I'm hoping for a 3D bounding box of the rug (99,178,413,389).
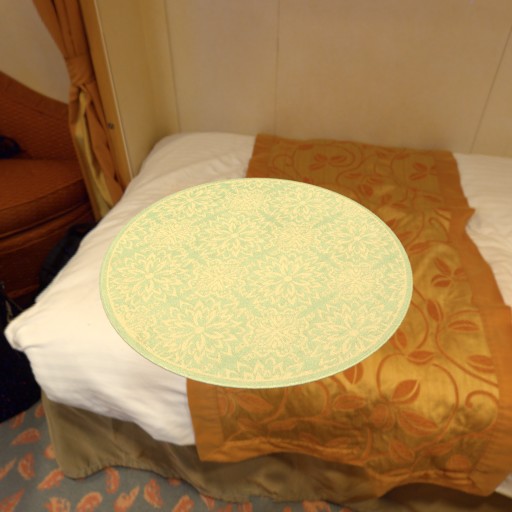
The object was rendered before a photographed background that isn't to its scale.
[{"bbox_3d":[0.000,0.000,2.330,1.593,0.012,1.593,0,40,0],"label":"rug"}]
